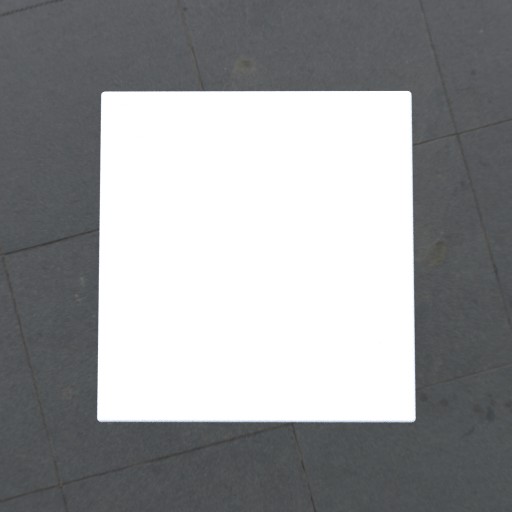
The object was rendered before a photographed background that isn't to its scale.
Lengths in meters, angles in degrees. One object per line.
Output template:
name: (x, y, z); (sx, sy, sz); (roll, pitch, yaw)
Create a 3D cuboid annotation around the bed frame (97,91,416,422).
bed frame: (0.000, 0.000, 2.965); (1.935, 0.525, 2.033); (0, 88, 0)
